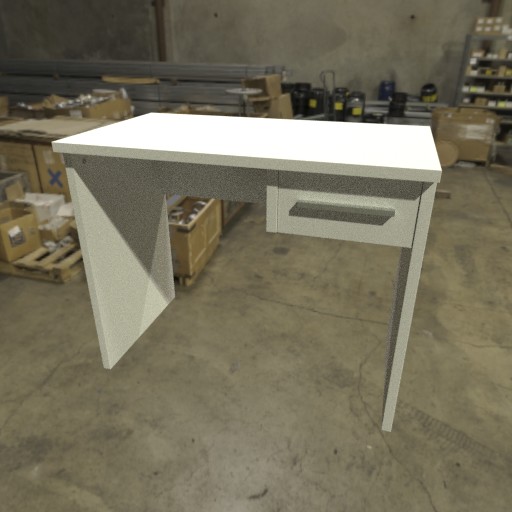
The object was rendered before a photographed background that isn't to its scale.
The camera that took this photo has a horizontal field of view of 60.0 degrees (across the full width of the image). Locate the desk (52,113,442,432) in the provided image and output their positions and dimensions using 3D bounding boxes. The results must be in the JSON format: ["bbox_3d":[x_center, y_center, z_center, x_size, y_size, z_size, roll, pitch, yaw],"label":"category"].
[{"bbox_3d":[0.000,0.000,1.346,0.900,0.729,0.498,8,27,15],"label":"desk"}]
